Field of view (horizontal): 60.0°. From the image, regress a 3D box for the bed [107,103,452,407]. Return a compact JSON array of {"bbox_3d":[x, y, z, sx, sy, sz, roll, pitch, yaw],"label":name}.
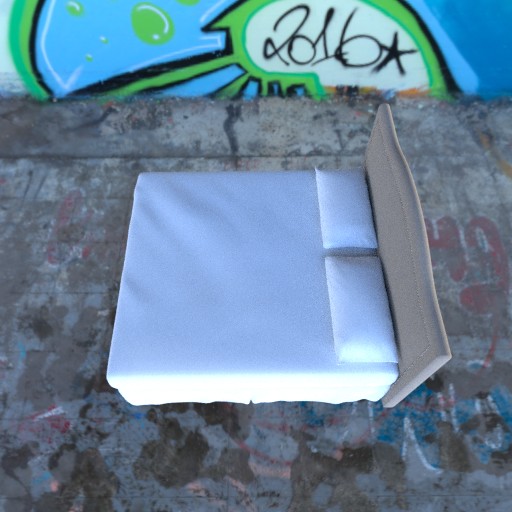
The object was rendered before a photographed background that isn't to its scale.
[{"bbox_3d":[0.000,0.000,3.509,2.182,1.421,2.083,-1,59,0],"label":"bed"}]
